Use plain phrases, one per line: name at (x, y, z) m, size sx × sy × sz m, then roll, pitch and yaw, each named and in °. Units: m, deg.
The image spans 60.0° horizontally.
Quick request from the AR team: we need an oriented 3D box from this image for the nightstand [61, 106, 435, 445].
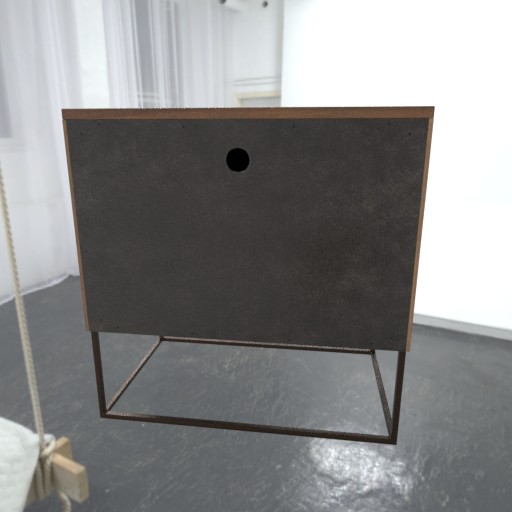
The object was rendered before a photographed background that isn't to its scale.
nightstand at (0.000, 0.000, 0.992) m, size 0.605 × 0.611 × 0.427 m, roll 2°, pitch 16°, yaw 8°
